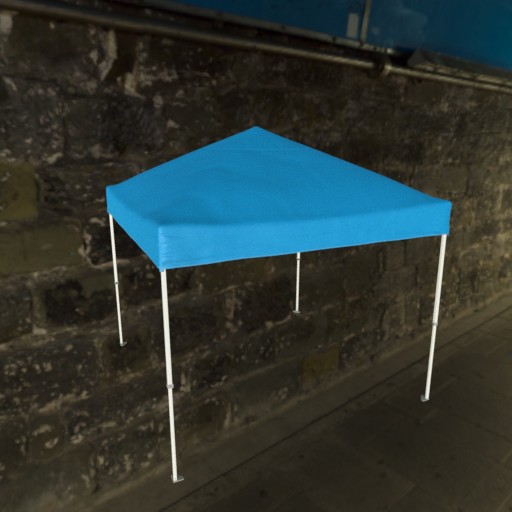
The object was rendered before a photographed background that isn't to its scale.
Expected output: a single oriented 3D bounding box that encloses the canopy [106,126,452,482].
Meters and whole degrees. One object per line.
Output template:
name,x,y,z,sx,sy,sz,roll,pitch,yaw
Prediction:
canopy,0.000,0.000,5.340,2.998,2.997,2.996,-7,17,-24
